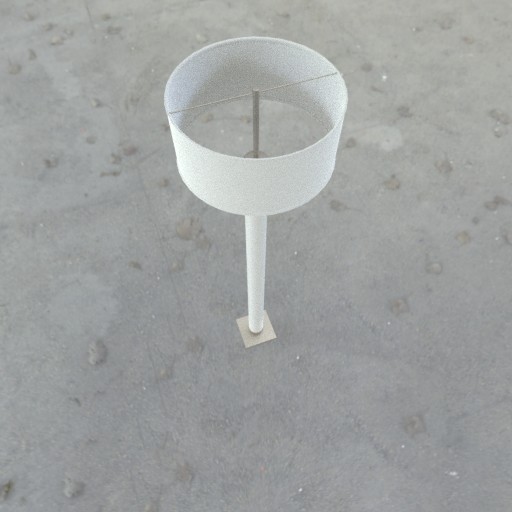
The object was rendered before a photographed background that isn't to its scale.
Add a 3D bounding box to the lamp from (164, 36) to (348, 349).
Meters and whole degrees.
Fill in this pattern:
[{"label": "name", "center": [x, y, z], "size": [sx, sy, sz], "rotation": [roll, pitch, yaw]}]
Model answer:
[{"label": "lamp", "center": [0.000, 0.000, 1.636], "size": [0.420, 1.475, 0.420], "rotation": [-17, 61, -10]}]
